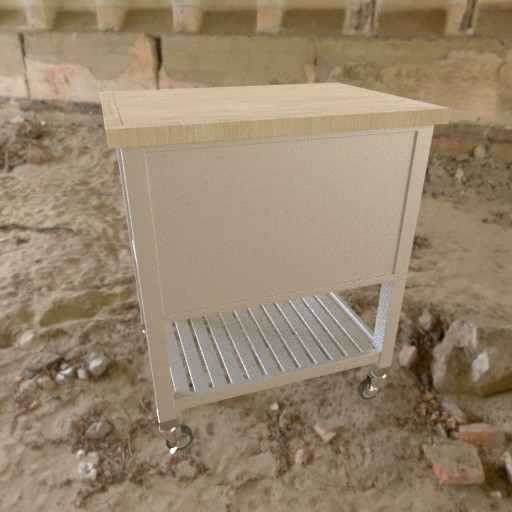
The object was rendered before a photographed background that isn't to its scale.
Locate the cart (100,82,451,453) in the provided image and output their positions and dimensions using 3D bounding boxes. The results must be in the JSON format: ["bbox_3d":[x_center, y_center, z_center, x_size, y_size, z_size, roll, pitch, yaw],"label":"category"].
[{"bbox_3d":[0.000,0.000,1.358,0.762,0.914,0.559,-9,29,-16],"label":"cart"}]
